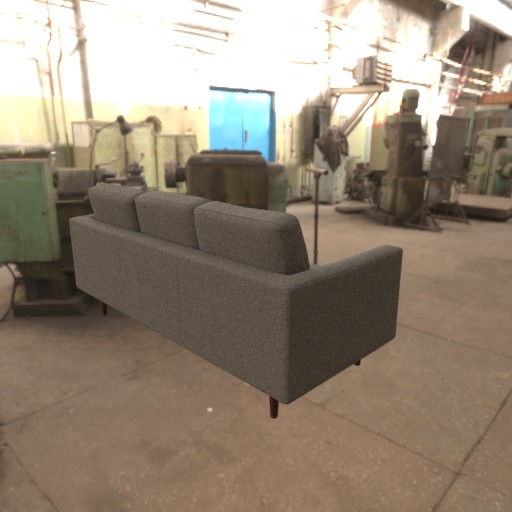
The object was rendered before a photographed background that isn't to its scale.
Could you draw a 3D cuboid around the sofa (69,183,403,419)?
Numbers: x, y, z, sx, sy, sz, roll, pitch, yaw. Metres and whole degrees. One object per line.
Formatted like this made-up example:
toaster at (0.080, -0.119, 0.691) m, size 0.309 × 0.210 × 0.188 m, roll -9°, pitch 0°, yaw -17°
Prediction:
sofa at (0.000, 0.000, 3.004) m, size 1.667 × 0.957 × 2.055 m, roll -15°, pitch 21°, yaw -42°
